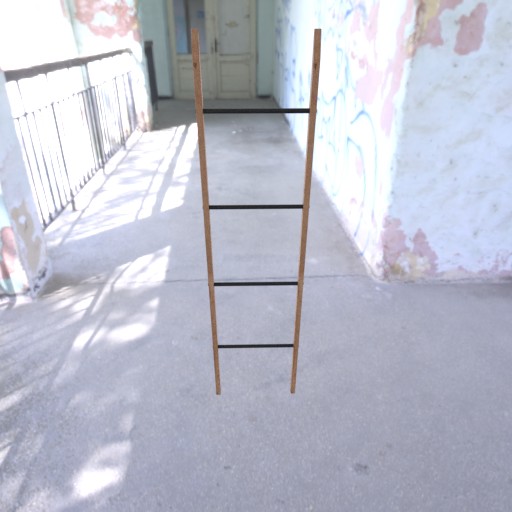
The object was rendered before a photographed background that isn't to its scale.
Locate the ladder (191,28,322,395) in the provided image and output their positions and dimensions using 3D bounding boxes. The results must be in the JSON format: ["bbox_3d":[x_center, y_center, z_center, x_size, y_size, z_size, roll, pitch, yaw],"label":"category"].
[{"bbox_3d":[0.000,0.000,1.975,0.442,1.805,0.200,-1,28,-1],"label":"ladder"}]
